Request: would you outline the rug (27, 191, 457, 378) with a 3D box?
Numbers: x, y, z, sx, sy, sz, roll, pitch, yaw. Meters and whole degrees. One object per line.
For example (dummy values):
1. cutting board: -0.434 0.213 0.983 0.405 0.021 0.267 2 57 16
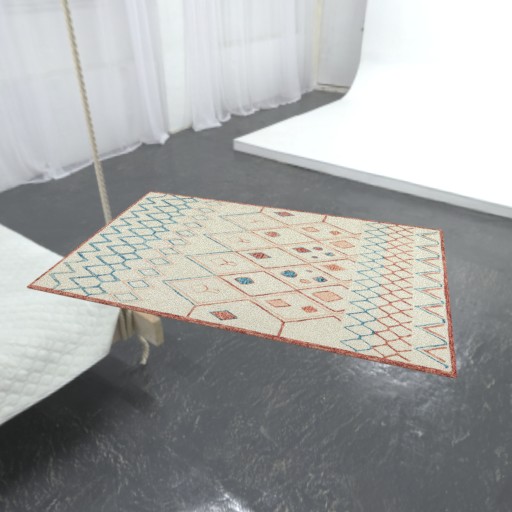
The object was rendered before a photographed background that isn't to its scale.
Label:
1. rug: 0.000 0.000 2.992 2.438 0.015 1.524 9 33 15
